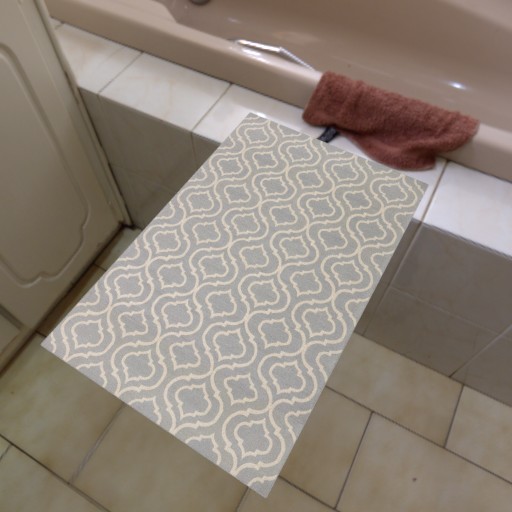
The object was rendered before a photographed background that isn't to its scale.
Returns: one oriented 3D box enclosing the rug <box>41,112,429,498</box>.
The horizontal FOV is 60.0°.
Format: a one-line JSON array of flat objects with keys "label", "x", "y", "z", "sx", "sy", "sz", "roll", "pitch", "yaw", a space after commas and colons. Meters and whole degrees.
[{"label": "rug", "x": 0.000, "y": 0.000, "z": 2.168, "sx": 1.141, "sy": 0.015, "sz": 1.749, "roll": 27, "pitch": 62, "yaw": 16}]
